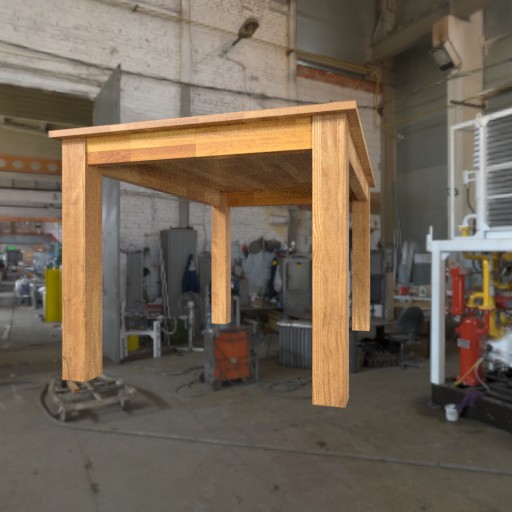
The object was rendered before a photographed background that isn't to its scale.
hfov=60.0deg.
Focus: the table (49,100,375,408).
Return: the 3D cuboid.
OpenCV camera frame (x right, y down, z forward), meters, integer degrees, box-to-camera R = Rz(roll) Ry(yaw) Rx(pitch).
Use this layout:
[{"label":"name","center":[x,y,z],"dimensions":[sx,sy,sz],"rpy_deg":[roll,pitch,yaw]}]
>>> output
[{"label":"table","center":[0.000,0.000,1.818],"dimensions":[0.900,0.750,1.300],"rpy_deg":[0,0,17]}]
